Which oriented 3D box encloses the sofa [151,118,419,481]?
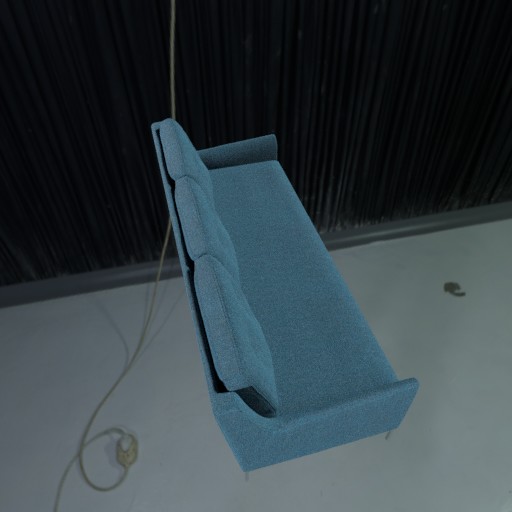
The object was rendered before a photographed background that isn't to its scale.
[{"bbox_3d":[0.000,0.000,2.488,0.849,0.837,2.060,-11,47,-11],"label":"sofa"}]
